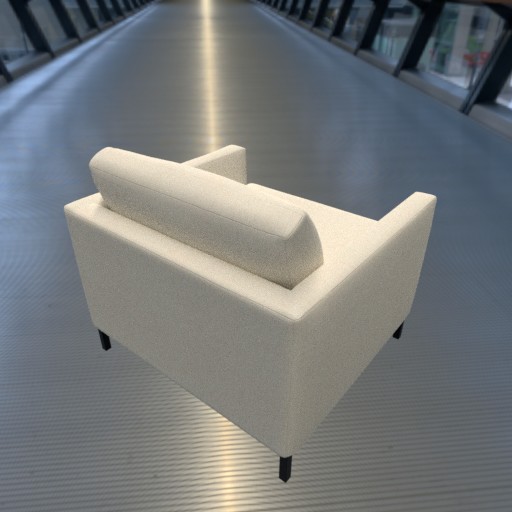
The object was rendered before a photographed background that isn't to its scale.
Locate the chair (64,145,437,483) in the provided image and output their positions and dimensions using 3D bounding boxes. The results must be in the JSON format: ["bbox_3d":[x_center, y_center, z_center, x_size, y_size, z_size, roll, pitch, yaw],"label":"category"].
[{"bbox_3d":[0.000,0.000,1.595,0.964,0.806,0.875,23,38,32],"label":"chair"}]
